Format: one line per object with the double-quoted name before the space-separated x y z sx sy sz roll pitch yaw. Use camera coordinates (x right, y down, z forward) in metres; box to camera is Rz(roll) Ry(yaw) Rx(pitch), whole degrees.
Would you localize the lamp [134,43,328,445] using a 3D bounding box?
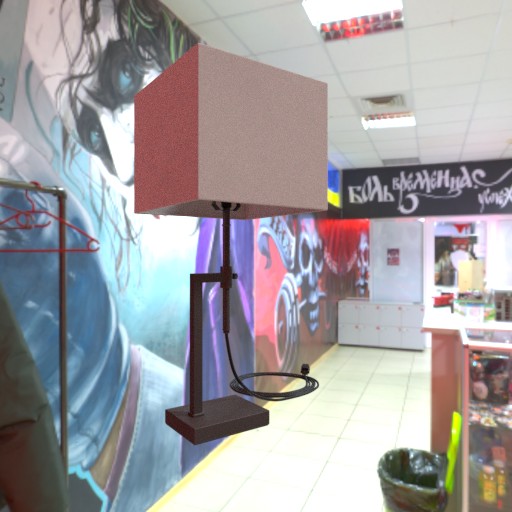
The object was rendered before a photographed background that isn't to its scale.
"lamp" 0.000 0.000 0.994 0.504 0.660 0.399 0 0 -35
